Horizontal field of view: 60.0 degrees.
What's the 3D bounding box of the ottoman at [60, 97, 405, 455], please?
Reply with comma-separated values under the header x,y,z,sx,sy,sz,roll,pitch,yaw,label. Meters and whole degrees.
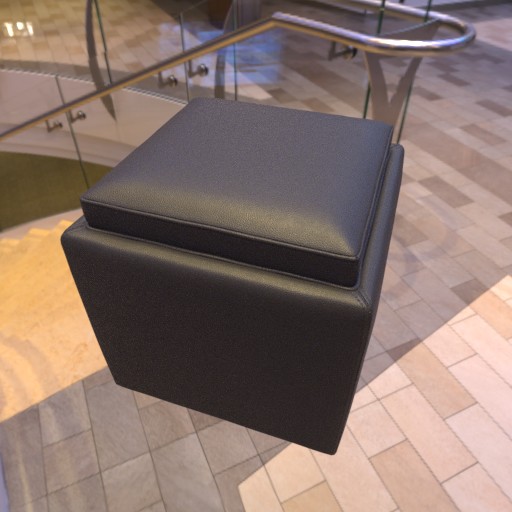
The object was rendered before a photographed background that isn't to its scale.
x,y,z,sx,sy,sz,roll,pitch,yaw,label
0.000,0.000,0.819,0.451,0.460,0.450,13,43,14,ottoman
